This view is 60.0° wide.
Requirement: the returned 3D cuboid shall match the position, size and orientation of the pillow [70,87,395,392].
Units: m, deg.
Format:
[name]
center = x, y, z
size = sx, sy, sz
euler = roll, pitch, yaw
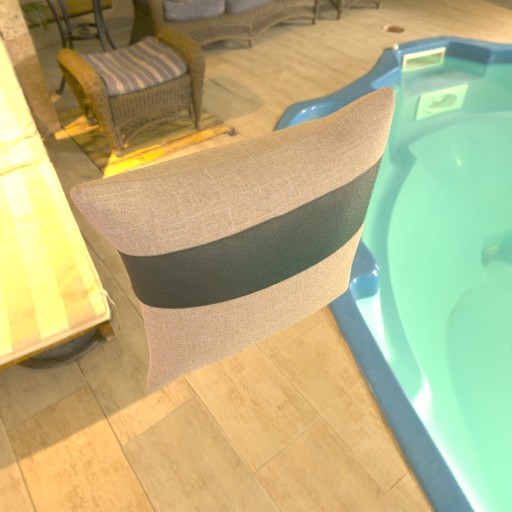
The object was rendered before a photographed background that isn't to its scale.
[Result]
[pillow]
center = 0.000, 0.000, 0.635
size = 0.414, 0.399, 0.173
euler = -24, 50, -21
